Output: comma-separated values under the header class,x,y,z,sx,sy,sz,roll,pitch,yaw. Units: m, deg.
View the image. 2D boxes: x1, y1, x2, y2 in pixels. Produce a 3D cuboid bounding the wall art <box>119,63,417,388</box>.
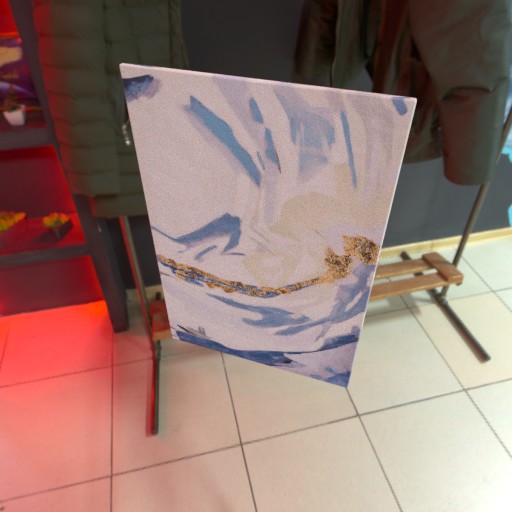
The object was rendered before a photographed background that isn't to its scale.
class,x,y,z,sx,sy,sz,roll,pitch,yaw
wall art,0.000,0.000,1.167,0.610,0.914,0.016,13,42,14
